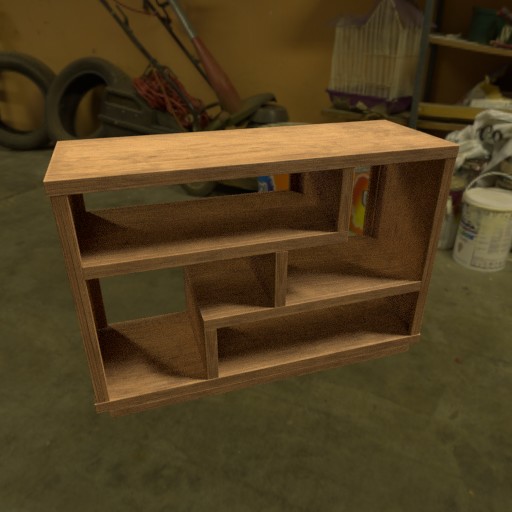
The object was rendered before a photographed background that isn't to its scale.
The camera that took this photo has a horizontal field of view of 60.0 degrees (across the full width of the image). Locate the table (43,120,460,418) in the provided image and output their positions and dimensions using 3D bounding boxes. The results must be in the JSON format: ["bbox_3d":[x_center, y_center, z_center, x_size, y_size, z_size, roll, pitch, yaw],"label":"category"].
[{"bbox_3d":[0.000,0.000,1.519,1.151,0.771,0.410,-8,29,-15],"label":"table"}]
